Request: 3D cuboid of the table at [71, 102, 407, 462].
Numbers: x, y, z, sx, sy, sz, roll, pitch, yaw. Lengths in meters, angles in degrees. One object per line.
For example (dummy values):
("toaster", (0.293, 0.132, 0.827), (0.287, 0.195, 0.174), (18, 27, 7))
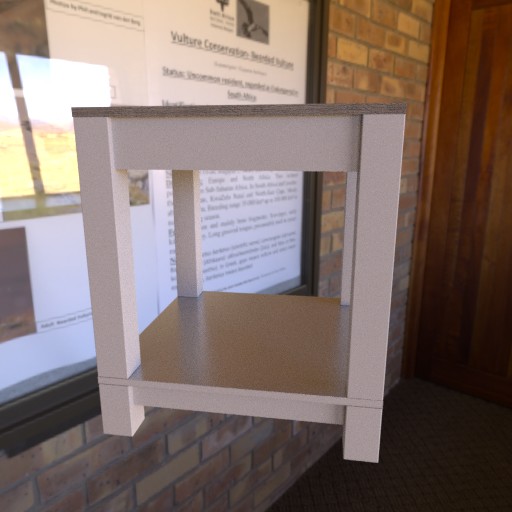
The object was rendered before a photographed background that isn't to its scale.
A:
("table", (0.000, 0.000, 0.969), (0.506, 0.587, 0.504), (2, 14, 9))
